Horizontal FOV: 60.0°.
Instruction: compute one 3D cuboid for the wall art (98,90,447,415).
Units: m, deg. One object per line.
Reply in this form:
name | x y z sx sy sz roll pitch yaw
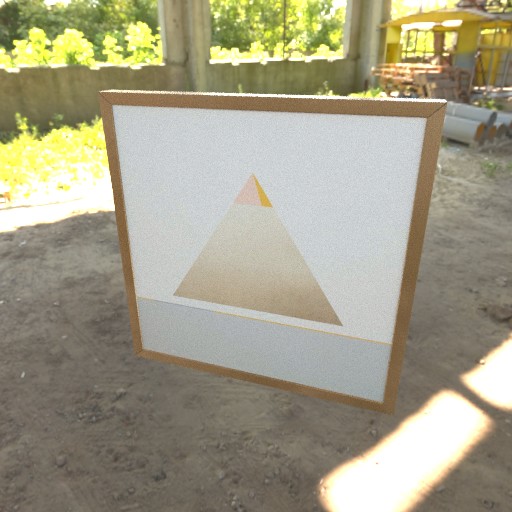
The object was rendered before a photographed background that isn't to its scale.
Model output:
wall art | 0.000 0.000 0.746 0.513 0.511 0.038 8 26 17
